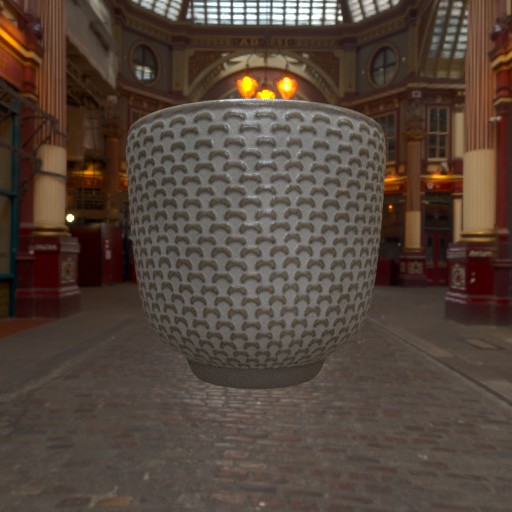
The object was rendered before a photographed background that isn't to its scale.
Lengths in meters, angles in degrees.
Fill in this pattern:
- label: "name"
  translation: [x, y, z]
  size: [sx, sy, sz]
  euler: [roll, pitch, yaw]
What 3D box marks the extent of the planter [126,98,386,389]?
- label: "planter"
  translation: [0.000, 0.000, 0.307]
  size: [0.173, 0.160, 0.173]
  euler: [0, 0, 0]
